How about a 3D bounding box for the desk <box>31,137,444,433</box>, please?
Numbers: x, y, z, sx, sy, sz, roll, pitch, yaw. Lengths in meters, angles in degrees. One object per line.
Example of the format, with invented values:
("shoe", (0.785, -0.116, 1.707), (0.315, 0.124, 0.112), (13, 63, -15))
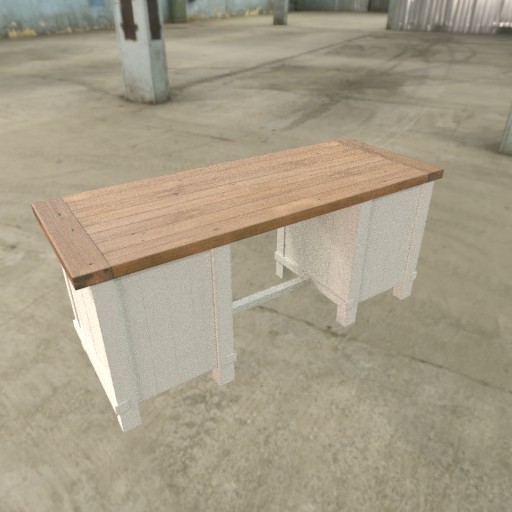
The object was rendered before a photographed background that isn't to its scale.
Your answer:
("desk", (0.000, 0.000, 2.227), (1.803, 0.760, 0.688), (-18, 35, -28))
